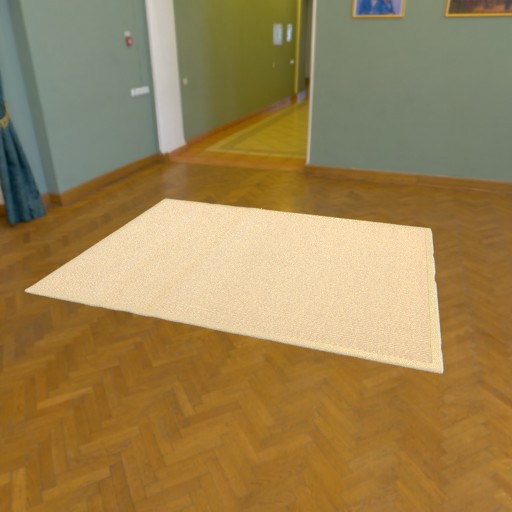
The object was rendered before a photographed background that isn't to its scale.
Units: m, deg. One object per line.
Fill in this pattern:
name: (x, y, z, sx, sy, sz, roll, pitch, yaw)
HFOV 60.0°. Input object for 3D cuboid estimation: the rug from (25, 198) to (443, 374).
rug: (0.000, 0.000, 4.788, 3.659, 0.037, 2.734, 8, 28, 16)
